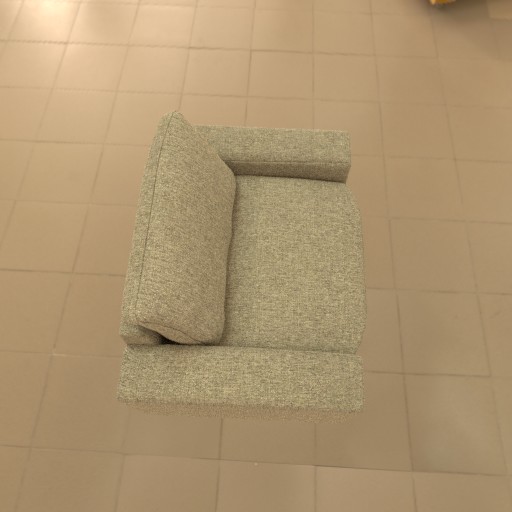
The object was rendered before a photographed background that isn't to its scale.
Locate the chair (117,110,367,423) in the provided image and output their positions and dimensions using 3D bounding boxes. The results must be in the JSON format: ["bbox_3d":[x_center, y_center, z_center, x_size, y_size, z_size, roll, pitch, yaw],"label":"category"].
[{"bbox_3d":[0.000,0.000,2.112,1.039,0.915,1.398,2,65,1],"label":"chair"}]
